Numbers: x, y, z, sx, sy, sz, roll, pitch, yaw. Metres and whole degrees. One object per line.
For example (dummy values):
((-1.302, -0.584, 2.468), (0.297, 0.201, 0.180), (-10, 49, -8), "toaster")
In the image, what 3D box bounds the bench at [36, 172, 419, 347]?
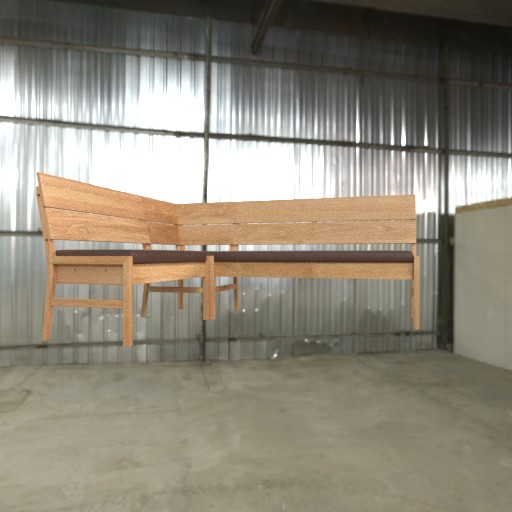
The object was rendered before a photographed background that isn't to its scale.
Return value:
((0.000, 0.000, 2.796), (1.975, 0.890, 1.549), (0, 0, 17), "bench")
